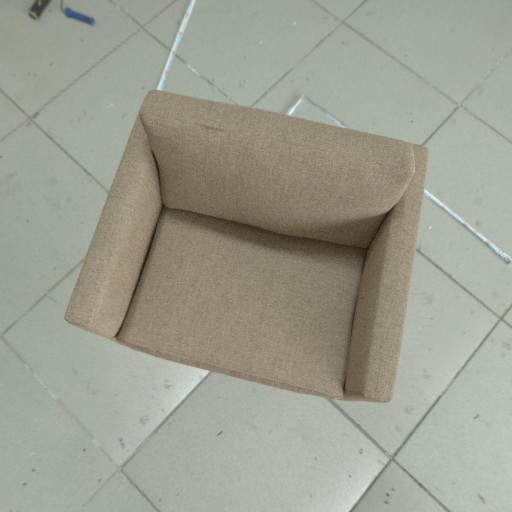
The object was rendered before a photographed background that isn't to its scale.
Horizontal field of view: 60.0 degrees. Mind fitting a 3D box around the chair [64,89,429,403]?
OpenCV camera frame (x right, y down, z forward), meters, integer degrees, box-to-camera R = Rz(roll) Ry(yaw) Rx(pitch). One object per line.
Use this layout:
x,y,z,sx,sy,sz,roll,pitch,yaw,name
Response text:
0.000,0.000,1.796,1.107,0.987,0.959,13,74,4,chair
